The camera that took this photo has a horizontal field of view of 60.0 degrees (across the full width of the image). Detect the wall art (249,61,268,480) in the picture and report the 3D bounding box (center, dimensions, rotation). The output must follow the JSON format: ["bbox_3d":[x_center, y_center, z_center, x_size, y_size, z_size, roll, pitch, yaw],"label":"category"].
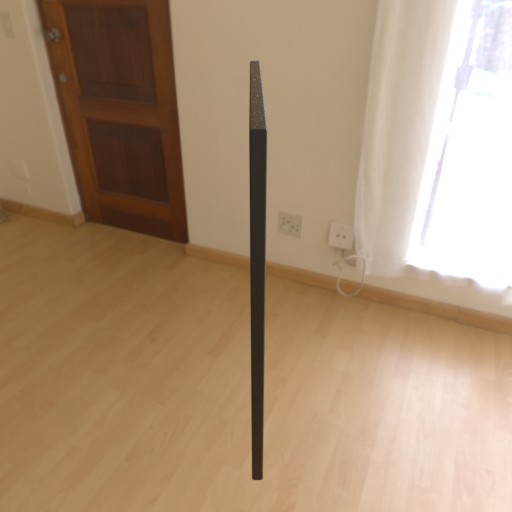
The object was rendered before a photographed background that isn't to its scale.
[{"bbox_3d":[0.000,0.000,0.793,0.018,0.582,0.481,0,31,0],"label":"wall art"}]
